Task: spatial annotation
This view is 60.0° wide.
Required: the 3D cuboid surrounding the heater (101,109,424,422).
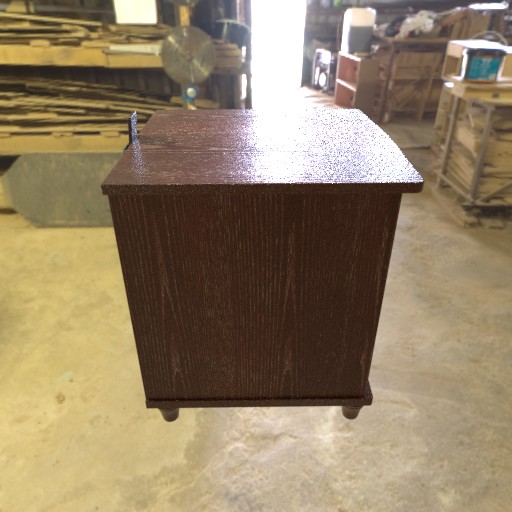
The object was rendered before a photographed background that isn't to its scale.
[{"bbox_3d":[0.000,0.000,0.765,0.400,0.481,0.362,0,31,-1],"label":"heater"}]
